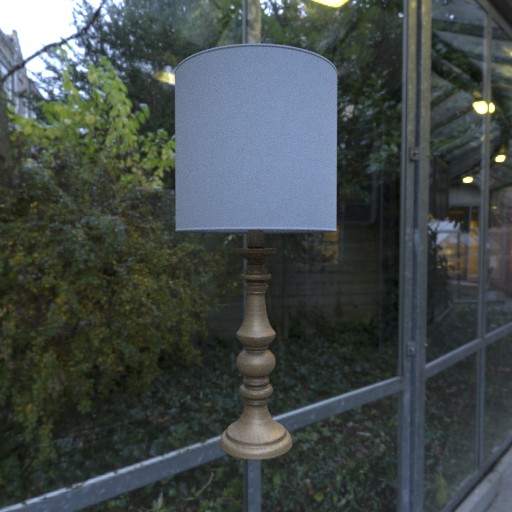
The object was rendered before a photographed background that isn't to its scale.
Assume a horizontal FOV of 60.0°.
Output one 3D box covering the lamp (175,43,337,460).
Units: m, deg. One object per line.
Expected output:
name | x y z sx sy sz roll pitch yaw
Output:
lamp | 0.000 0.000 0.701 0.250 0.597 0.250 -1 2 -18
